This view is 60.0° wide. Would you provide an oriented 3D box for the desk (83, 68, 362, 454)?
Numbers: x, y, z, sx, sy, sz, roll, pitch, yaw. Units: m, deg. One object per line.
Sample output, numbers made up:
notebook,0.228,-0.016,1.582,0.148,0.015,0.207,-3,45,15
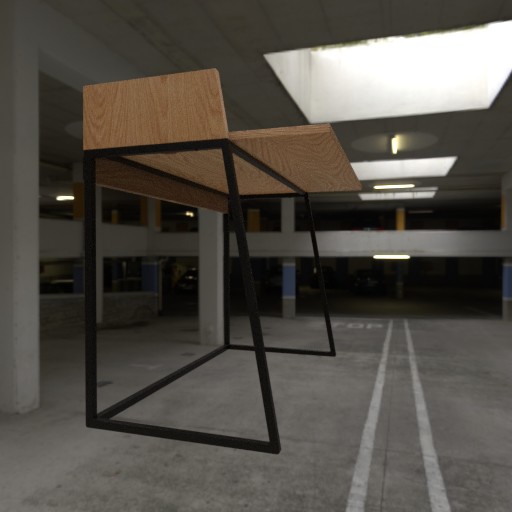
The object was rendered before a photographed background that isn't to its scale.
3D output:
desk,0.000,0.000,1.833,0.769,1.061,1.191,0,1,18
